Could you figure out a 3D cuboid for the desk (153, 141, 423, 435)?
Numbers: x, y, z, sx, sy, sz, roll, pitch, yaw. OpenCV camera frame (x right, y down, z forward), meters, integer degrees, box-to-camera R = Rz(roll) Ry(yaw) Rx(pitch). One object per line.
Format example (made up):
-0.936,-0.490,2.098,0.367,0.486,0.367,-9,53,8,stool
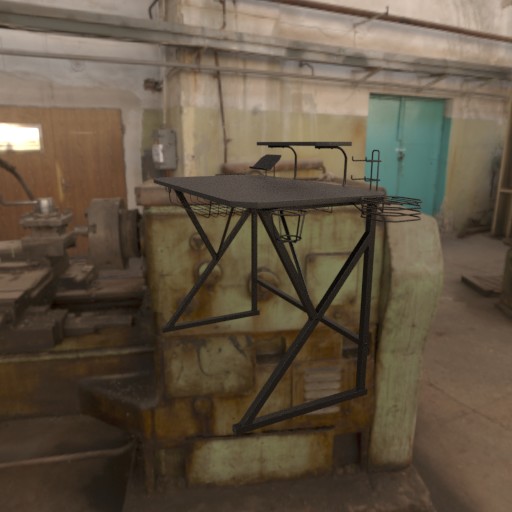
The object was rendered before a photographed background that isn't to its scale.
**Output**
0.000,0.000,1.764,0.580,0.880,1.290,-7,16,-26,desk
